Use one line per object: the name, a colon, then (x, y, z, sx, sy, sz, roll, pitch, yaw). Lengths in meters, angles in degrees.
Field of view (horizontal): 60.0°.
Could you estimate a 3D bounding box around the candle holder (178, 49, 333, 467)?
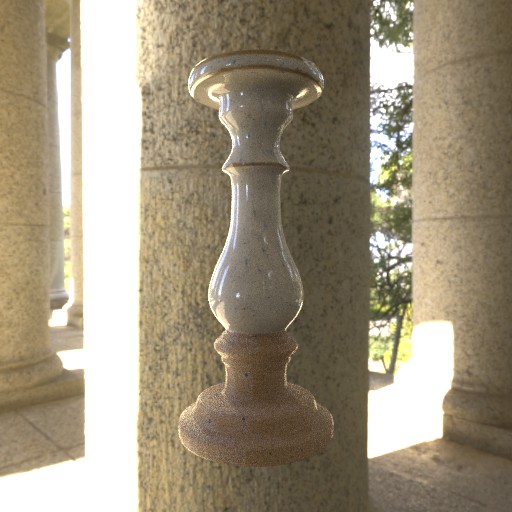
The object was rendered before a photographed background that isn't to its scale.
candle holder: (0.000, 0.000, 0.253, 0.088, 0.203, 0.088, 0, 1, 0)
